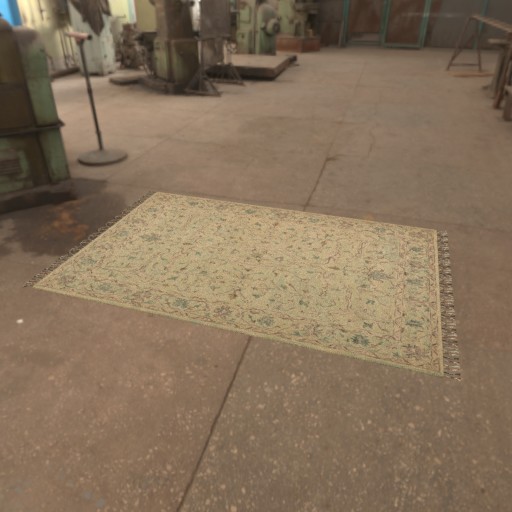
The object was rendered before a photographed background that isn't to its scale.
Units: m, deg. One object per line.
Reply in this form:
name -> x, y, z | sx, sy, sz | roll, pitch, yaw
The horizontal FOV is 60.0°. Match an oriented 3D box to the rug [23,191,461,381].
rug -> 0.000, 0.000, 2.933 | 2.435, 0.010, 1.544 | 10, 32, 15
